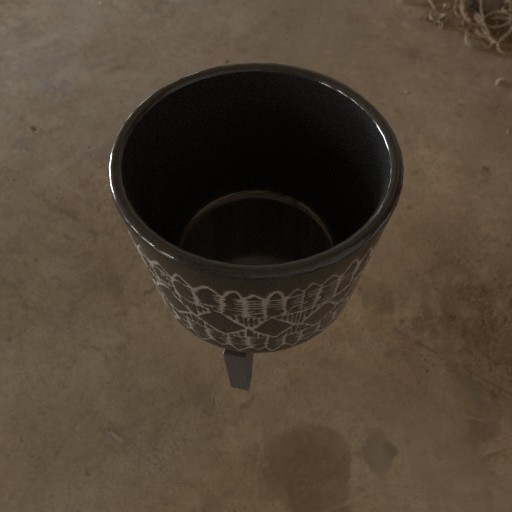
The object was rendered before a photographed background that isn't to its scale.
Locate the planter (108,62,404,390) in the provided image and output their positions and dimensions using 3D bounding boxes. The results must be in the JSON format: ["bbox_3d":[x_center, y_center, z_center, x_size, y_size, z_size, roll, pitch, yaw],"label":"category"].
[{"bbox_3d":[0.000,0.000,0.407,0.196,0.264,0.196,-16,59,-10],"label":"planter"}]
